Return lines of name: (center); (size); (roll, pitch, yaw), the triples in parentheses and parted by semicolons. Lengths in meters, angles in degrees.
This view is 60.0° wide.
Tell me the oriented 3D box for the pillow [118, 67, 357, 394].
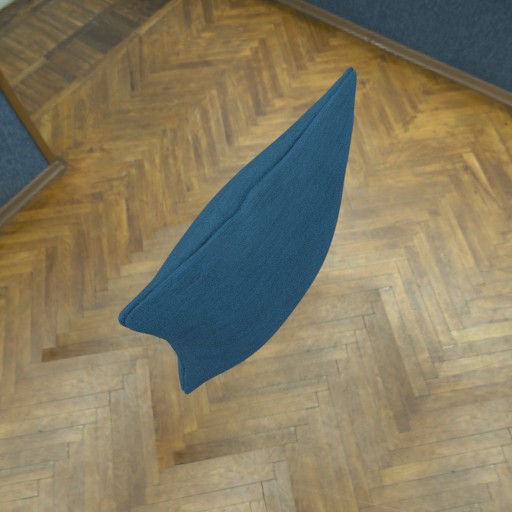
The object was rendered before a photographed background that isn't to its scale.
pillow: (0.000, 0.000, 0.689); (0.177, 0.420, 0.437); (34, 68, 16)
